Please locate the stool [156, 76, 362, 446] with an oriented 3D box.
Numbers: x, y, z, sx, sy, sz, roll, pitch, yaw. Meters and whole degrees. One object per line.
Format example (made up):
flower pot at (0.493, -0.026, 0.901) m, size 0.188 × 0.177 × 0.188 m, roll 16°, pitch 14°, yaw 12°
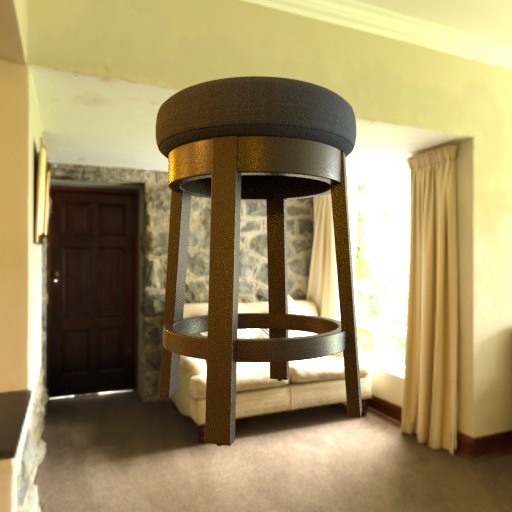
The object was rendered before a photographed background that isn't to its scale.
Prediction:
stool at (0.000, 0.000, 0.970) m, size 0.449 × 0.655 × 0.449 m, roll 0°, pitch 0°, yaw 0°
